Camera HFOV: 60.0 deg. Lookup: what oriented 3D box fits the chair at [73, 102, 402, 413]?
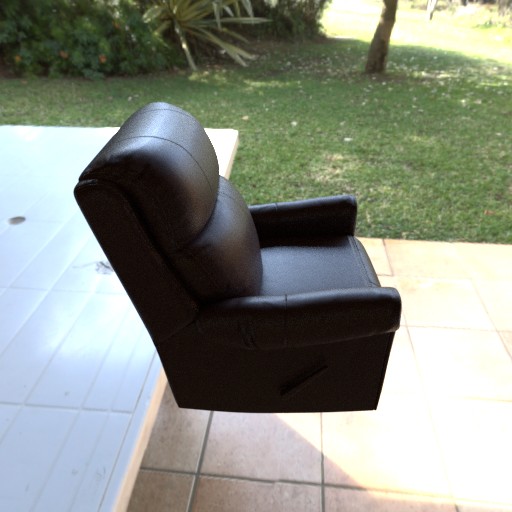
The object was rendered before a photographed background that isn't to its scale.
[{"bbox_3d":[0.000,0.000,1.746,1.014,1.054,0.838,0,33,0],"label":"chair"}]
